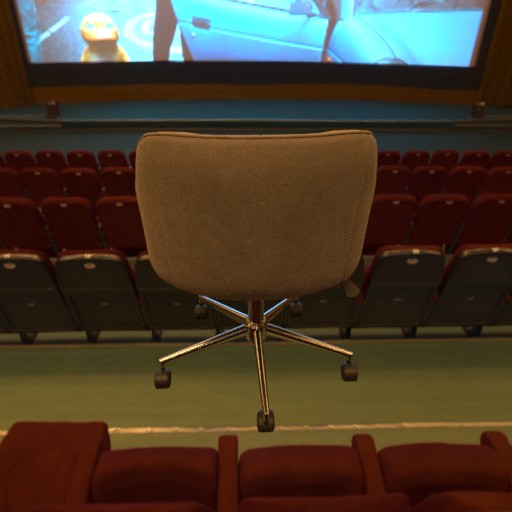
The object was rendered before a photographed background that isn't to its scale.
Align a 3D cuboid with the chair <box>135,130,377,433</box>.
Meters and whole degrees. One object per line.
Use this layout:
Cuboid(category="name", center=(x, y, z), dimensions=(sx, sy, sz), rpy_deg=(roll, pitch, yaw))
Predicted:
Cuboid(category="chair", center=(0.000, 0.000, 1.265), dimensions=(0.635, 0.831, 0.573), rpy_deg=(-1, 30, -2))
